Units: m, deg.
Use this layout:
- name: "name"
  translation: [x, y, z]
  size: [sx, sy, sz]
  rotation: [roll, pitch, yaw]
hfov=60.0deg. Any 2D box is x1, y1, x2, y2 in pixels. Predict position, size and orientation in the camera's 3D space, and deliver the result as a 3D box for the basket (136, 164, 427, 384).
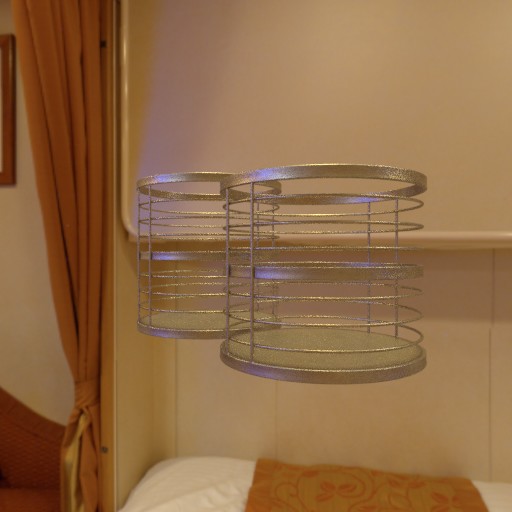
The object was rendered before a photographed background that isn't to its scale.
- name: "basket"
  translation: [0.000, 0.000, 0.947]
  size: [0.356, 0.351, 0.746]
  rotation: [0, 1, -36]
